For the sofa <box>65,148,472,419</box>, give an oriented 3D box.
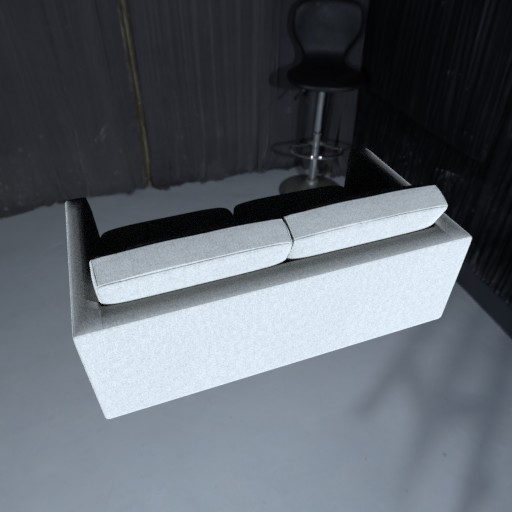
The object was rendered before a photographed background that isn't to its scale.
[{"bbox_3d":[0.000,0.000,2.305,1.731,0.900,1.000,-13,42,-15],"label":"sofa"}]
